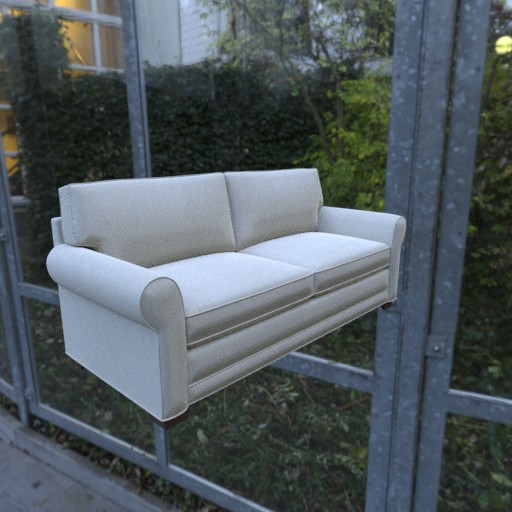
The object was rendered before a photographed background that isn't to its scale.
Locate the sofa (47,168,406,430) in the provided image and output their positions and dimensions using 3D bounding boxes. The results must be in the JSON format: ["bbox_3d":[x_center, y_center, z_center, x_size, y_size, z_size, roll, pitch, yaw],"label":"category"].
[{"bbox_3d":[0.000,0.000,2.642,0.901,0.962,2.146,13,19,42],"label":"sofa"}]
